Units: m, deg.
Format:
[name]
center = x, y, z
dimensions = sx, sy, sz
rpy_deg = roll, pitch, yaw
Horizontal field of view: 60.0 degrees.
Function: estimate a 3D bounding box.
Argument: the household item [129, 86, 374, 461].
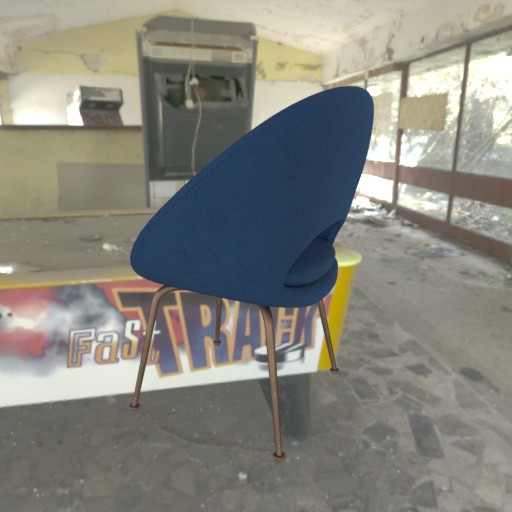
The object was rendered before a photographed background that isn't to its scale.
[household item]
center = 0.000, 0.000, 1.225
dimensions = 0.573, 0.852, 0.623
rpy_deg = 8, 17, 26
